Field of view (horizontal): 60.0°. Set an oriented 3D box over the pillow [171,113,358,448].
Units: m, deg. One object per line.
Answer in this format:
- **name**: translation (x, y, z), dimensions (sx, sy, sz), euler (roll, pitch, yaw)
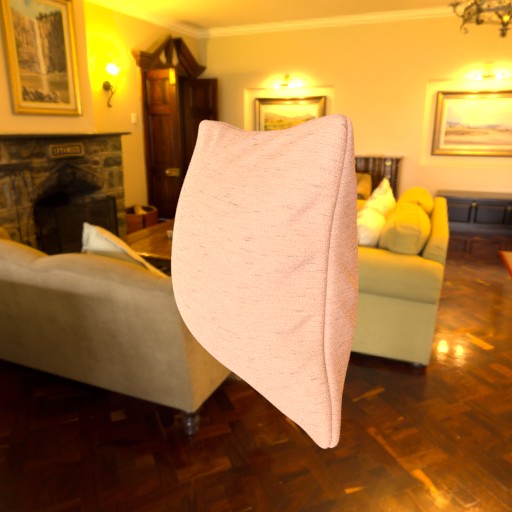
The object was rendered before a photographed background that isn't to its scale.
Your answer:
- **pillow**: translation (0.000, 0.000, 0.694), dimensions (0.246, 0.415, 0.432), euler (-8, 18, -25)
